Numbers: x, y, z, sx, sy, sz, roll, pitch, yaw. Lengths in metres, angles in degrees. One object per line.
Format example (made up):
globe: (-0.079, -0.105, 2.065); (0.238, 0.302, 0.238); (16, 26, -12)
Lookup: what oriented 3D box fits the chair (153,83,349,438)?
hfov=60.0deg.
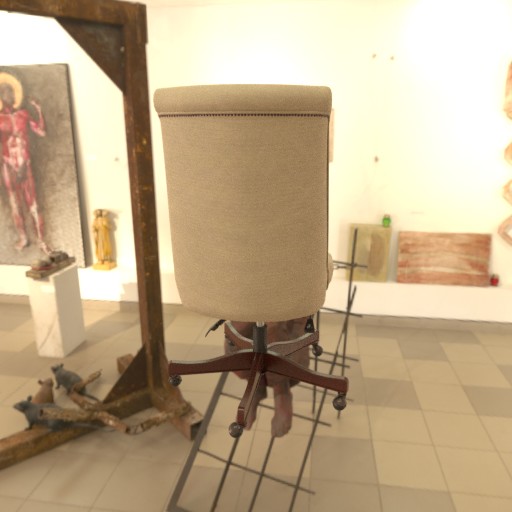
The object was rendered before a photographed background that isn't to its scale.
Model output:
chair: (0.000, 0.000, 1.468); (0.645, 1.010, 0.696); (2, 16, 8)
